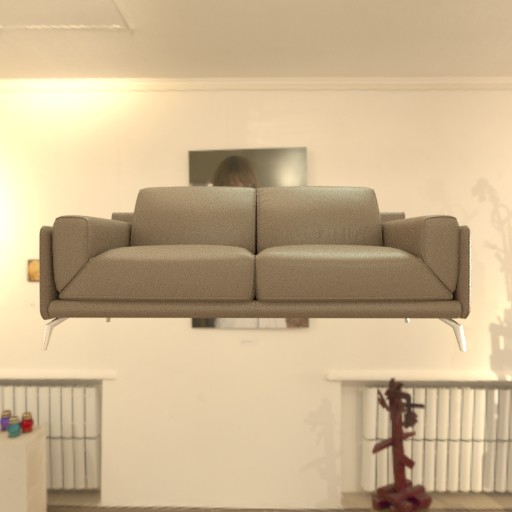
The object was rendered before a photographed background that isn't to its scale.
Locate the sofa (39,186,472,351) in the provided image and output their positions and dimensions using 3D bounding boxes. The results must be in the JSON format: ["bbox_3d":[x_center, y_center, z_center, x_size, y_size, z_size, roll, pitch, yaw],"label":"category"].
[{"bbox_3d":[0.000,0.000,2.576,2.101,0.930,1.049,0,1,1],"label":"sofa"}]
